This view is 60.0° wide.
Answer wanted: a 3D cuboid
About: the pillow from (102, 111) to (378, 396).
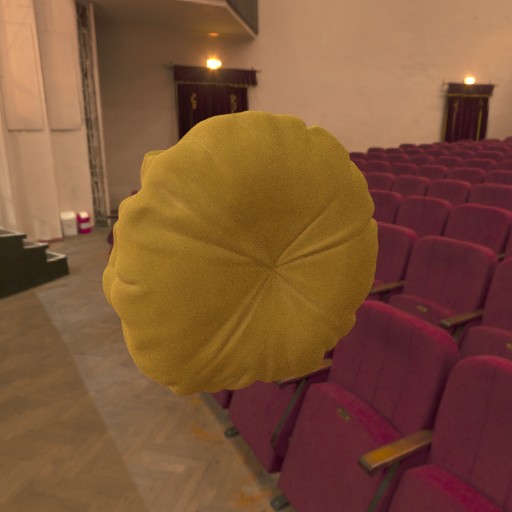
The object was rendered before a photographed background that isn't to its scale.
[{"bbox_3d":[0.000,0.000,0.653,0.428,0.407,0.148,-8,18,-26],"label":"pillow"}]
